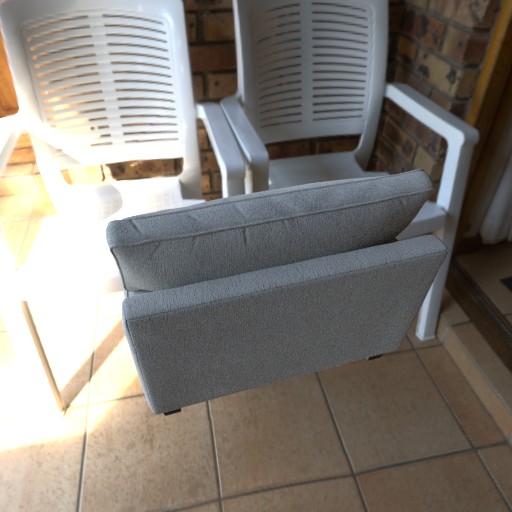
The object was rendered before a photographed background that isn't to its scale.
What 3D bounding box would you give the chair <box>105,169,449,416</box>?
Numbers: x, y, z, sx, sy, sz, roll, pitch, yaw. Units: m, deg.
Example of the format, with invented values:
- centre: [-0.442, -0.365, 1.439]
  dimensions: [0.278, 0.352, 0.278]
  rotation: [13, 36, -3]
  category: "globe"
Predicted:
- centre: [0.000, 0.000, 2.067]
  dimensions: [1.220, 1.016, 1.041]
  rotation: [-11, 41, -13]
  category: "chair"
